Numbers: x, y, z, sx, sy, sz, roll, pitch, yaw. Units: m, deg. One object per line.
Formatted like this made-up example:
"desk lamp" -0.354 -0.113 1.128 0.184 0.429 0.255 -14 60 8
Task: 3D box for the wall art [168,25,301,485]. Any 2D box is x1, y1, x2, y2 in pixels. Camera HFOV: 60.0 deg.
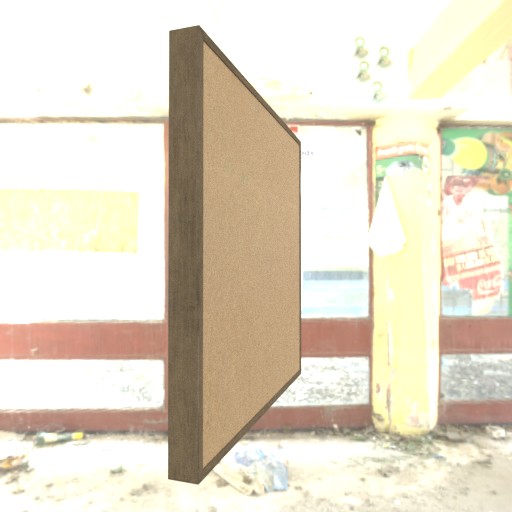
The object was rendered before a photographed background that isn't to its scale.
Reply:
"wall art" 0.000 0.000 0.736 0.038 0.508 0.508 0 -1 19
